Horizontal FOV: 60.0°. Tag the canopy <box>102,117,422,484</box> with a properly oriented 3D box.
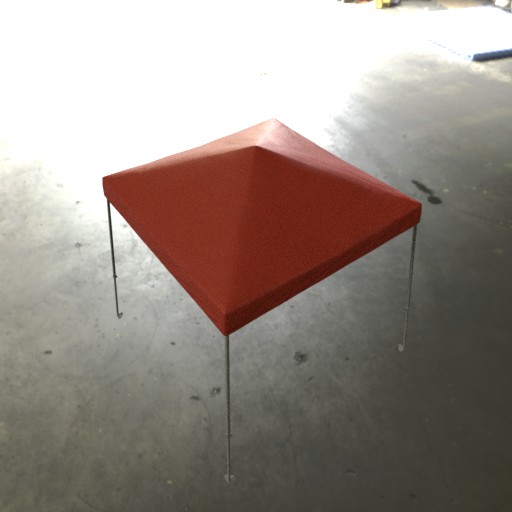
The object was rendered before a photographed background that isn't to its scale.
[{"bbox_3d":[0.000,0.000,5.154,2.849,2.850,2.850,-27,49,-26],"label":"canopy"}]
